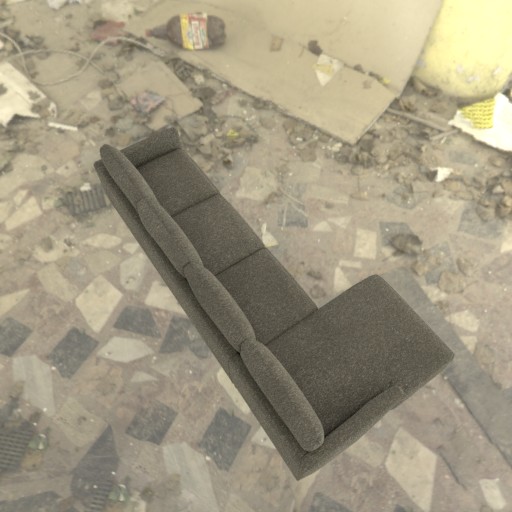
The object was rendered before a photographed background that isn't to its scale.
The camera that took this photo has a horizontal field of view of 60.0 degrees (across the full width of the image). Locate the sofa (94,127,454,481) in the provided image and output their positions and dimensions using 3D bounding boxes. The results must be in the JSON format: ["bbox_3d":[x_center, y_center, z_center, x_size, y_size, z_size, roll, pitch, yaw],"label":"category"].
[{"bbox_3d":[0.000,0.000,3.465,1.350,0.810,2.932,-31,63,-18],"label":"sofa"}]
